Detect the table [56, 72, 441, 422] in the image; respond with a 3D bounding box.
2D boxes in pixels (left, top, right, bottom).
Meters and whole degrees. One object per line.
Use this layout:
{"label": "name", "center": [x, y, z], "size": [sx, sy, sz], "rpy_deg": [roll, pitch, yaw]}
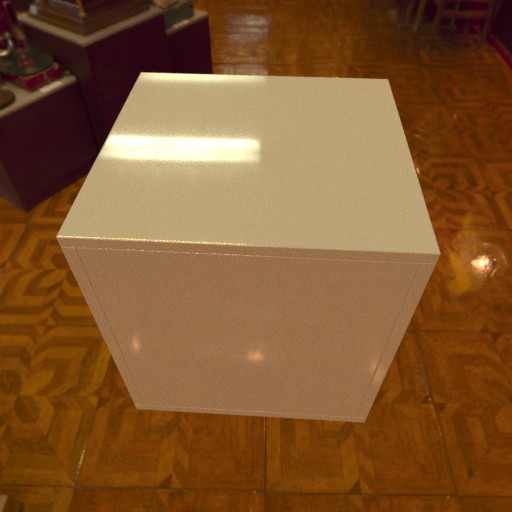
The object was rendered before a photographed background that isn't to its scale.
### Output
{"label": "table", "center": [0.000, 0.000, 0.790], "size": [0.420, 0.470, 0.400], "rpy_deg": [3, 48, 2]}
